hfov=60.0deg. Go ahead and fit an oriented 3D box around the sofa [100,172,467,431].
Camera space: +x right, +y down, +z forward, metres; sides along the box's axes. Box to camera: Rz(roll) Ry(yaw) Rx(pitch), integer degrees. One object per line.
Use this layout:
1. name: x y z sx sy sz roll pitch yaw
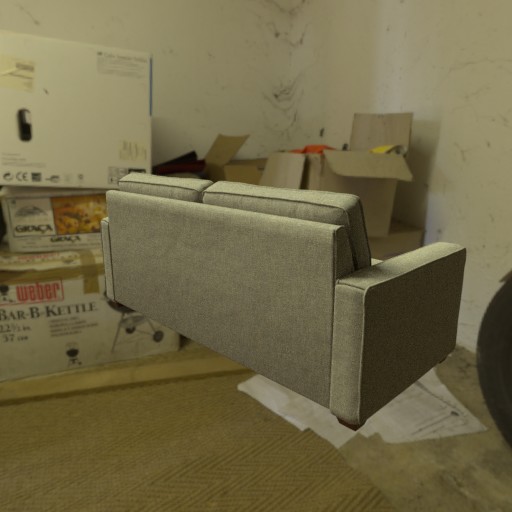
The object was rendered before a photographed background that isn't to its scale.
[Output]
1. sofa: 0.000 0.000 2.613 0.945 0.918 2.078 -14 20 -43
